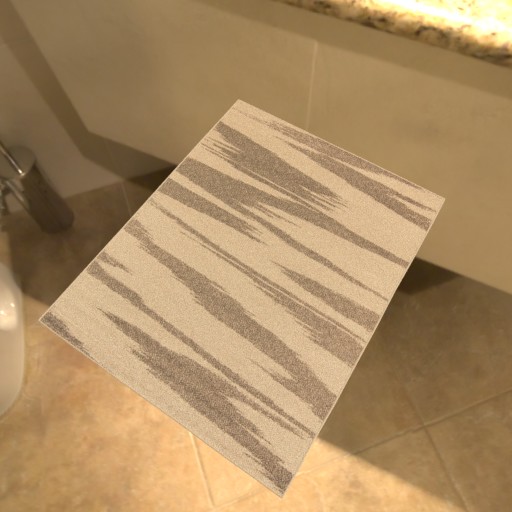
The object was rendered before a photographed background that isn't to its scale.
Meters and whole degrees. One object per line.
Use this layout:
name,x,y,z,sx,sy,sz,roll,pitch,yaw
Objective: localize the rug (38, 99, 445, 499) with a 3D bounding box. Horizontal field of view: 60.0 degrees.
rug,0.000,0.000,3.887,2.353,0.014,2.945,30,67,14
